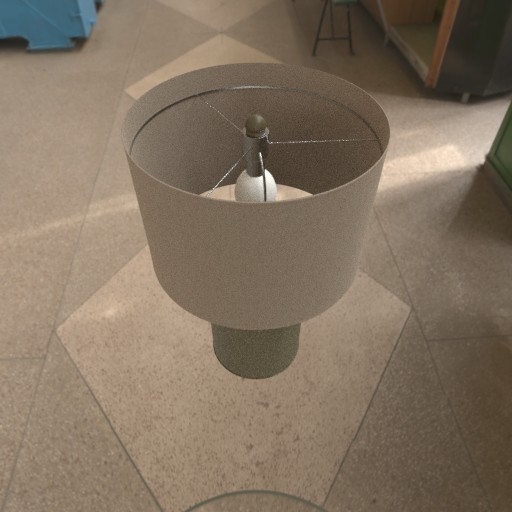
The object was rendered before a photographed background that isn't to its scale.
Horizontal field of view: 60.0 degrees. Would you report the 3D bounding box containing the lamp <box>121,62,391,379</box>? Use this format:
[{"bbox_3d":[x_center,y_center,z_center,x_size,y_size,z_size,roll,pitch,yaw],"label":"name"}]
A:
[{"bbox_3d":[0.000,0.000,0.707,0.318,0.486,0.318,0,46,0],"label":"lamp"}]
